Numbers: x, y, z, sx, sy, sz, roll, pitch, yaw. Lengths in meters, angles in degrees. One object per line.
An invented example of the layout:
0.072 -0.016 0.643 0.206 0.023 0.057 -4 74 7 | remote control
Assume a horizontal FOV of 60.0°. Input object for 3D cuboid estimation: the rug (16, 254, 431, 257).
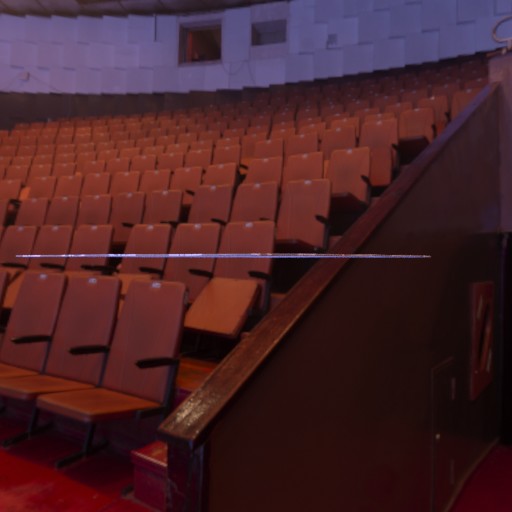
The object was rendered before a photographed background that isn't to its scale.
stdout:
0.000 0.000 4.320 2.441 0.020 3.419 0 0 35 | rug
